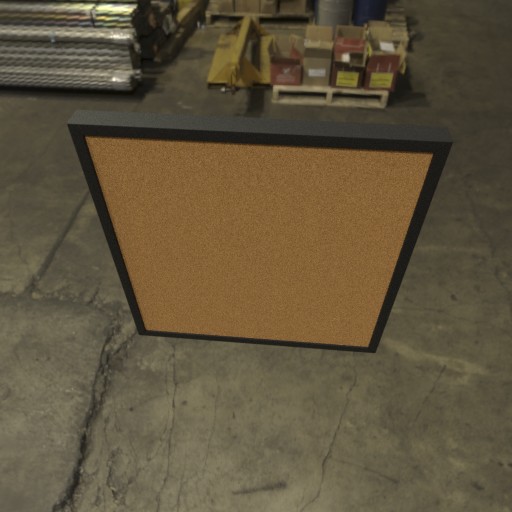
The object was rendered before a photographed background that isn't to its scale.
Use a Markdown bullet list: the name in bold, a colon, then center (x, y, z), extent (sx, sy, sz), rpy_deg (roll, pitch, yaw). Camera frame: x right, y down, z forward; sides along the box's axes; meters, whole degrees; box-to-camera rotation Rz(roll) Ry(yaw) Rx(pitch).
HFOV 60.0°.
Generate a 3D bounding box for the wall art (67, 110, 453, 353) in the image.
- **wall art**: center (0.000, 0.000, 0.775), extent (0.508, 0.508, 0.037), rpy_deg (4, 47, 4)
